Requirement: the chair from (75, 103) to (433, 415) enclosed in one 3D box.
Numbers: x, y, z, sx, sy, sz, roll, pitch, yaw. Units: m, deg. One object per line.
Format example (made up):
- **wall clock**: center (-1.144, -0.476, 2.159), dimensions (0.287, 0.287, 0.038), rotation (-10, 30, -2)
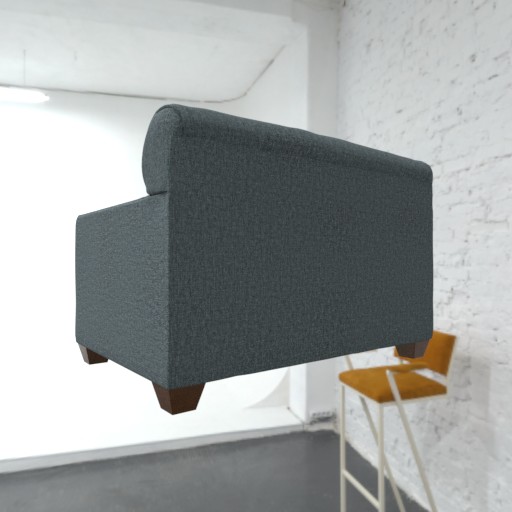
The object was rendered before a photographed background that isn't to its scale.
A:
- **chair**: center (0.000, 0.000, 2.050), dimensions (1.383, 0.948, 1.000), rotation (0, -1, -37)
